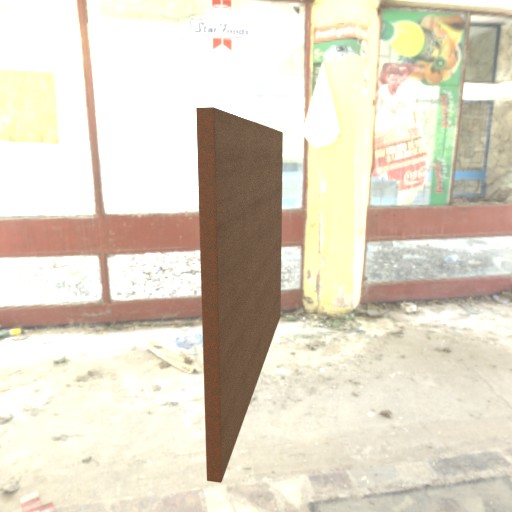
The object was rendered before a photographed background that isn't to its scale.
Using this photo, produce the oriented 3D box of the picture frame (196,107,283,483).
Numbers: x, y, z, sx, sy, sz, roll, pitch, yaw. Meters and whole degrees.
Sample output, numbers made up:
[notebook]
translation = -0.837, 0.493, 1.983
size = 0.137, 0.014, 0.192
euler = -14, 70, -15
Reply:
[picture frame]
translation = 0.000, 0.000, 1.783
size = 0.045, 1.018, 1.329
euler = 2, 13, 10
